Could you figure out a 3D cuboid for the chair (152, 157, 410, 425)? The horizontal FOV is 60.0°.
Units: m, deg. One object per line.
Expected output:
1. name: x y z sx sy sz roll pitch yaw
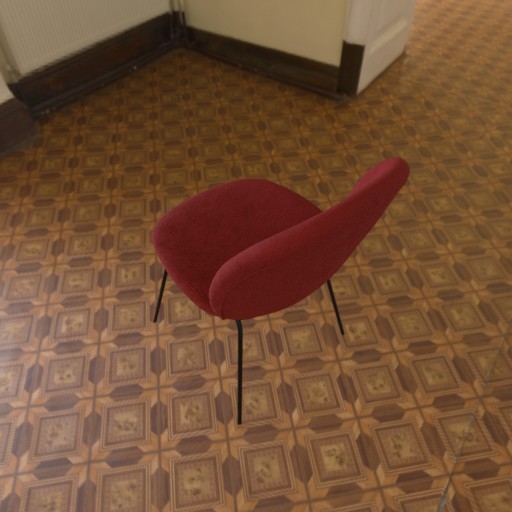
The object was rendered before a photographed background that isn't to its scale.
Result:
1. chair: 0.000 0.000 1.154 0.458 0.791 0.587 -33 56 -26
